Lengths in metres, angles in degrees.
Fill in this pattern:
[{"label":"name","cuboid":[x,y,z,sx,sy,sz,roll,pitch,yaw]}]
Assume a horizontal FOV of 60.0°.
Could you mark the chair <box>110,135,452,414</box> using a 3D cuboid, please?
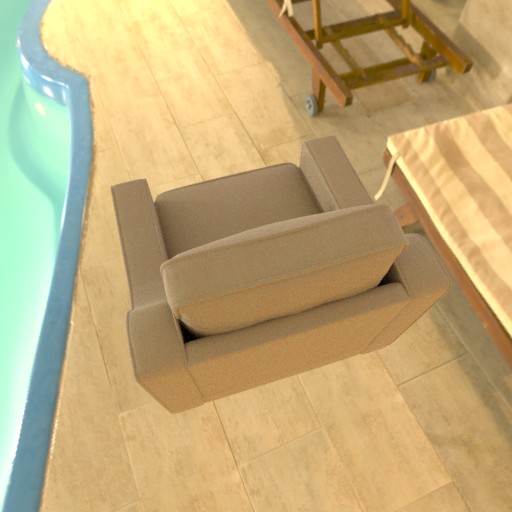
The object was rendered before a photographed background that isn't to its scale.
[{"label":"chair","cuboid":[0.000,0.000,1.668,0.922,0.948,0.882,-15,60,-9]}]
